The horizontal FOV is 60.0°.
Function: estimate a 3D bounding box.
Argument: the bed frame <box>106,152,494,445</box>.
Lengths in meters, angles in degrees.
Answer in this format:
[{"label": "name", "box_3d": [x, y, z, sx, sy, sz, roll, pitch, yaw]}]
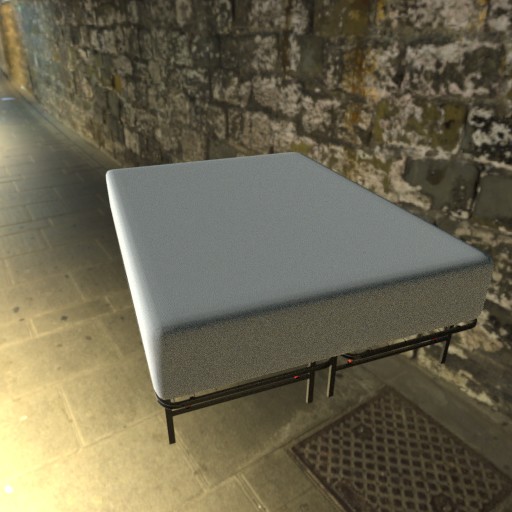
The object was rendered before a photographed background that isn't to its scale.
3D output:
[{"label": "bed frame", "box_3d": [0.000, 0.000, 2.675, 1.528, 0.677, 2.037, -10, 29, -18]}]
